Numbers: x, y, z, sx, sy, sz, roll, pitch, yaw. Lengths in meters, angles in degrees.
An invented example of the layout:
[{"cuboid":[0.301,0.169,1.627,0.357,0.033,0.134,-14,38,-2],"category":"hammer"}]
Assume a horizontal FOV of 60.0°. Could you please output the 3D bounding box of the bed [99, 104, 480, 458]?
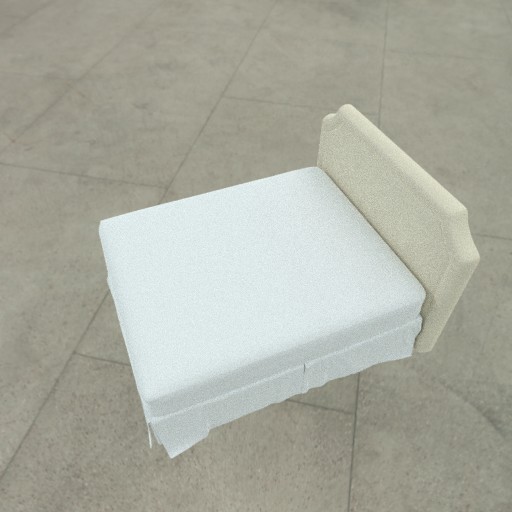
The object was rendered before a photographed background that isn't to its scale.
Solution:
[{"cuboid":[0.000,0.000,3.250,2.209,1.296,1.827,-17,49,-15],"category":"bed"}]
